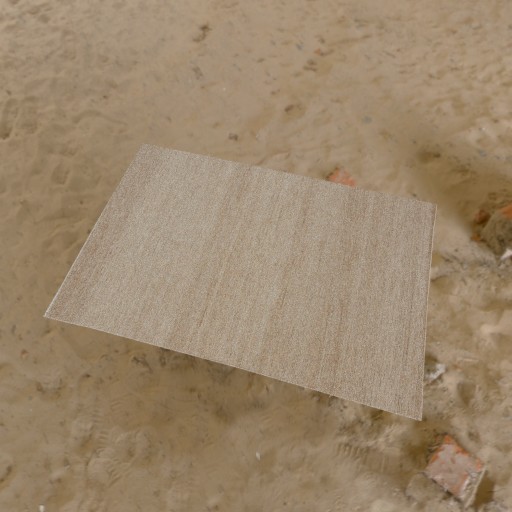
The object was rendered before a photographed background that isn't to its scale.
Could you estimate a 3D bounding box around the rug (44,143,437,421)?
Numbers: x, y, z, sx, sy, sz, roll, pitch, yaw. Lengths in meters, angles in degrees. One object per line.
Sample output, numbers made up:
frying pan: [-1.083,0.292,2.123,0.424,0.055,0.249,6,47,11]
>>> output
rug: [0.000,0.000,3.017,2.346,0.029,1.574,13,60,8]
